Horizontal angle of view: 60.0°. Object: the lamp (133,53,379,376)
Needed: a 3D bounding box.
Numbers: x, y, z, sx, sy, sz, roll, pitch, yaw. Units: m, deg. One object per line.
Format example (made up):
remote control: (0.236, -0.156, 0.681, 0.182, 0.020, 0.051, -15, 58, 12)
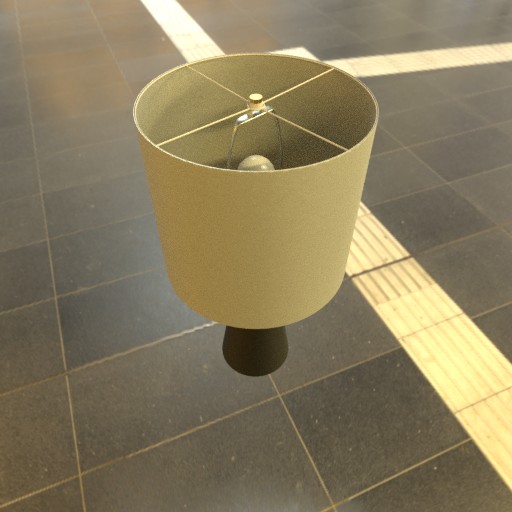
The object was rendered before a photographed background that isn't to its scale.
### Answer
lamp: (0.000, 0.000, 0.770, 0.308, 0.580, 0.308, -33, 54, -28)
